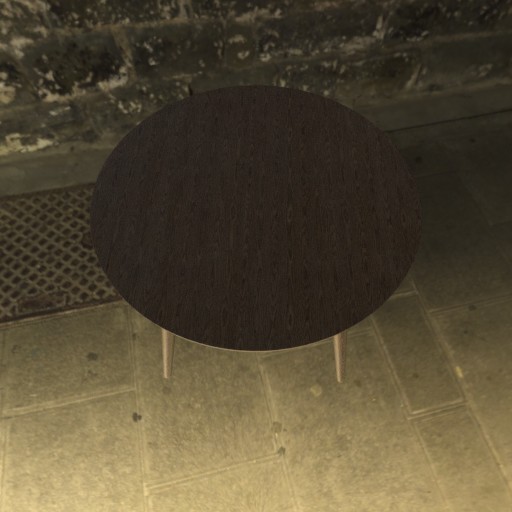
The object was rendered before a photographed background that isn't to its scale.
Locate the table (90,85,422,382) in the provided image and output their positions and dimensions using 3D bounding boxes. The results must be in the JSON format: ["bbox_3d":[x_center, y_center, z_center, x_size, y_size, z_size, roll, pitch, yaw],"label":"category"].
[{"bbox_3d":[0.000,0.000,1.762,1.053,0.786,1.053,0,59,0],"label":"table"}]
